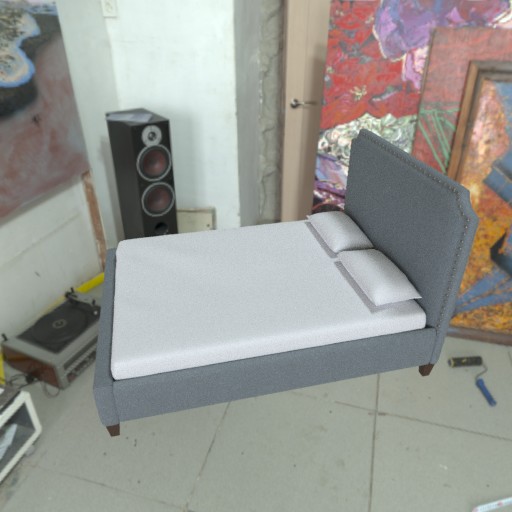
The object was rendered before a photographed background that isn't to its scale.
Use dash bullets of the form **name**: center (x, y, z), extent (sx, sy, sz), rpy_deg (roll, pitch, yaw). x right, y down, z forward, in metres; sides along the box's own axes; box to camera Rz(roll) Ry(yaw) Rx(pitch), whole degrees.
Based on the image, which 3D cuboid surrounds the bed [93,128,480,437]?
- **bed**: center (0.000, 0.000, 3.382), extent (2.372, 1.443, 1.712), rpy_deg (-7, 32, -12)
